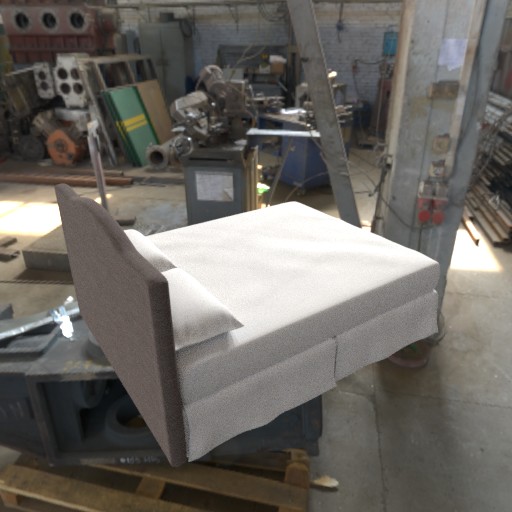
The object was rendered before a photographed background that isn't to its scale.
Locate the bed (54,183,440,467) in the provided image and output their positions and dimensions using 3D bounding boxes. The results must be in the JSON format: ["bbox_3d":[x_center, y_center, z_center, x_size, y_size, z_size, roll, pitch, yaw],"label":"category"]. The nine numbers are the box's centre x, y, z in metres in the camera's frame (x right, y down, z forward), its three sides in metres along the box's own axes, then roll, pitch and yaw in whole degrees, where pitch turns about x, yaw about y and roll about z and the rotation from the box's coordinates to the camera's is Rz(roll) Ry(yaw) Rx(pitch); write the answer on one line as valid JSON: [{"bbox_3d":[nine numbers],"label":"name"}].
[{"bbox_3d":[0.000,0.000,3.895,2.689,1.457,2.161,-17,31,-31],"label":"bed"}]
